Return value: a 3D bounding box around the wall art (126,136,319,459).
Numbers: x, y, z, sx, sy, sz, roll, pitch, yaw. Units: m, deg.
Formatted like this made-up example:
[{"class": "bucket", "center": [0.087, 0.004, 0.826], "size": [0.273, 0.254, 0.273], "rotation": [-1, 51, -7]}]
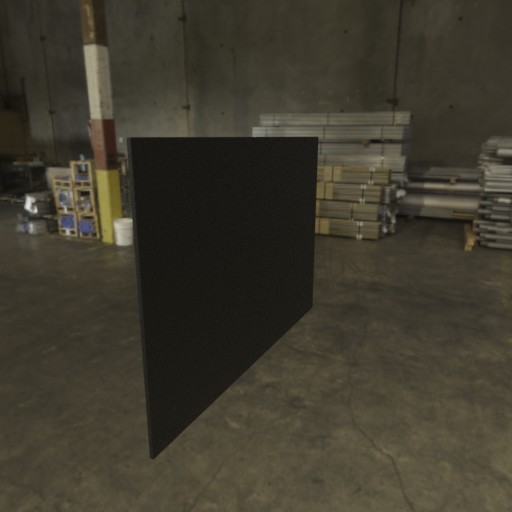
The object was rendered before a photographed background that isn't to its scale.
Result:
[{"class": "wall art", "center": [0.000, 0.000, 1.561], "size": [0.013, 0.811, 1.192], "rotation": [8, 17, 26]}]
